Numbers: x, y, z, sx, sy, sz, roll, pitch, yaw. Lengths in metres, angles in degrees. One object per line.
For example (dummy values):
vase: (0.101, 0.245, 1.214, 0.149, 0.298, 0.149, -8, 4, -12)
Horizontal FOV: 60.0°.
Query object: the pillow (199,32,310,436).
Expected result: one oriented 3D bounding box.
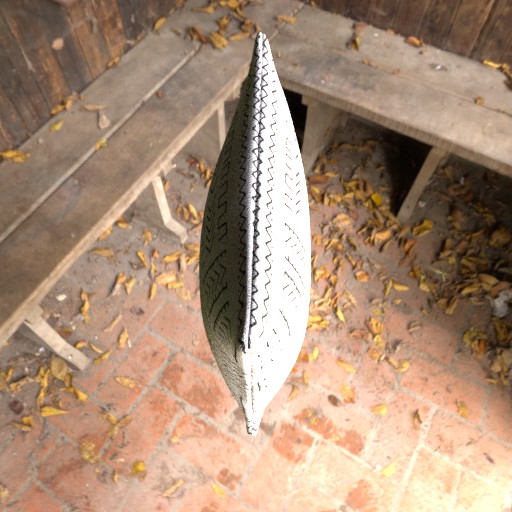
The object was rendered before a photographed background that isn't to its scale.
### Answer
pillow: (0.000, 0.000, 0.654, 0.164, 0.430, 0.438, 2, 60, 1)
